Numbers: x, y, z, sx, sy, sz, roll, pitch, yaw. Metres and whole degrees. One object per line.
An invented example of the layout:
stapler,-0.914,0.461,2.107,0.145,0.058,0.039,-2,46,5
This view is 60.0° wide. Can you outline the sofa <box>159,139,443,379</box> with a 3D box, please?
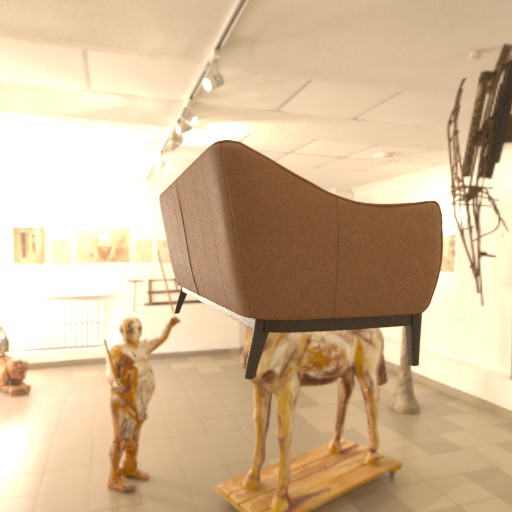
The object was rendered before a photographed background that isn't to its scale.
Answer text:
sofa,0.000,0.000,2.416,0.869,0.830,1.928,0,1,-19
